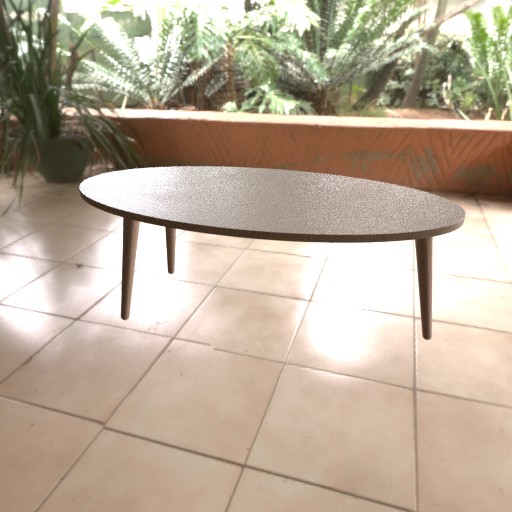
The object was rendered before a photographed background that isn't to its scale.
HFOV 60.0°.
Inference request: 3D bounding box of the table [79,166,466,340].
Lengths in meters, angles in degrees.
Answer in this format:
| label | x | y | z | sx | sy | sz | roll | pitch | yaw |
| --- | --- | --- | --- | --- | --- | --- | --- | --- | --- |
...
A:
| label | x | y | z | sx | sy | sz | roll | pitch | yaw |
| --- | --- | --- | --- | --- | --- | --- | --- | --- | --- |
| table | 0.000 | 0.000 | 1.322 | 1.083 | 0.390 | 0.542 | 7 | 26 | 15 |
